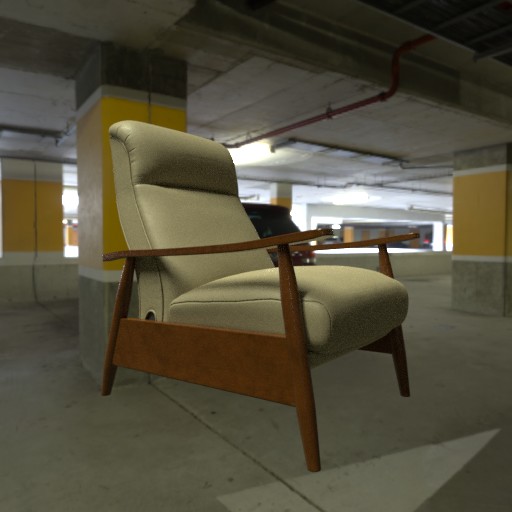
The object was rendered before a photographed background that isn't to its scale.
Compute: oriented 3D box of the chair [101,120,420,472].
[{"bbox_3d":[0.000,0.000,1.706,1.014,1.082,0.762,1,2,38],"label":"chair"}]
